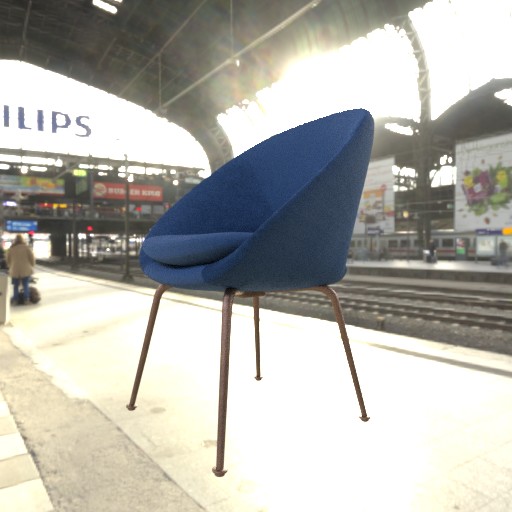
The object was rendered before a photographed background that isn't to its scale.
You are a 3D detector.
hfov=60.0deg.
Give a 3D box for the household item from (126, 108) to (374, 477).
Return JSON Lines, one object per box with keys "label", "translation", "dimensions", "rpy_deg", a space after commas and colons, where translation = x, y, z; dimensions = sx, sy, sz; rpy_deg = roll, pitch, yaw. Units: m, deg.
{"label": "household item", "translation": [0.000, 0.000, 1.213], "dimensions": [0.573, 0.852, 0.623], "rpy_deg": [-1, 1, -38]}
